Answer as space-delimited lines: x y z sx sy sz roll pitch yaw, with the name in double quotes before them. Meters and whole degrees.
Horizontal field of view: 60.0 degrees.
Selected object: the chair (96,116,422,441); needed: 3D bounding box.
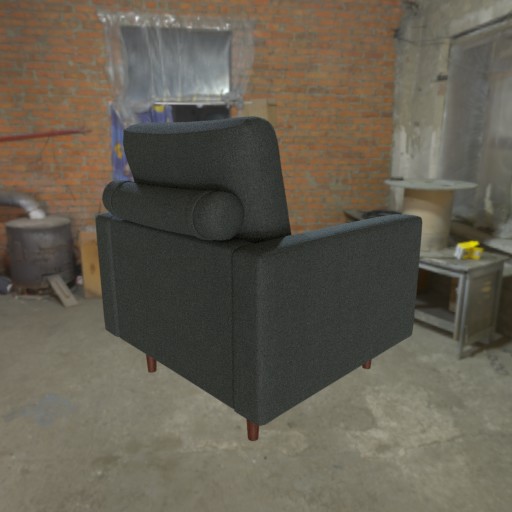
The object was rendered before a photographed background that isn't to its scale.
"chair" 0.000 0.000 1.531 0.843 0.880 0.821 -13 20 -43
